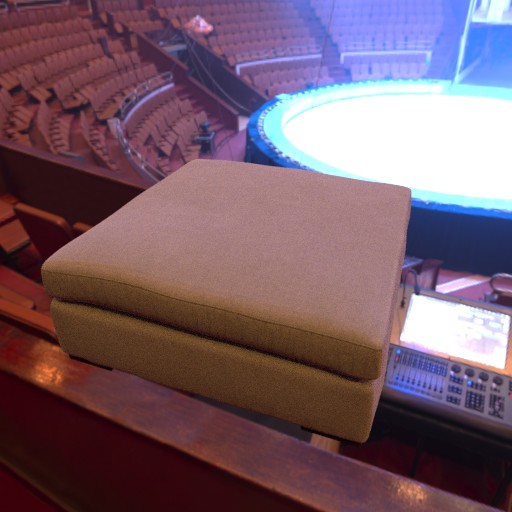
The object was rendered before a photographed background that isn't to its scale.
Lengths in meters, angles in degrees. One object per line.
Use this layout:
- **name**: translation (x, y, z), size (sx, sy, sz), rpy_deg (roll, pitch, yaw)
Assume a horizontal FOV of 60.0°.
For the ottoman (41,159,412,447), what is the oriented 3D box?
- **ottoman**: translation (0.000, 0.000, 1.850), size (1.171, 0.517, 1.203), rpy_deg (11, 33, 17)
